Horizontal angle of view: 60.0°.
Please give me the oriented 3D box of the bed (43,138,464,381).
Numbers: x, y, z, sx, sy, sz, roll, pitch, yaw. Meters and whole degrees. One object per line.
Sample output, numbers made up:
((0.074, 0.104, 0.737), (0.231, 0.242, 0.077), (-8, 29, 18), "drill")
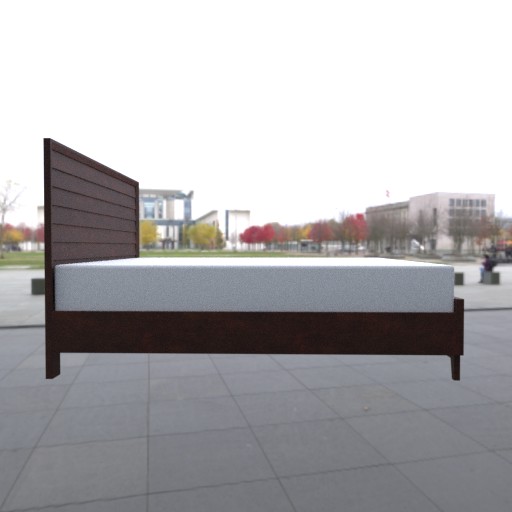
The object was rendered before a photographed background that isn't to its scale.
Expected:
((0.000, 0.000, 3.102), (2.184, 1.270, 1.600), (0, 1, 2), "bed")
